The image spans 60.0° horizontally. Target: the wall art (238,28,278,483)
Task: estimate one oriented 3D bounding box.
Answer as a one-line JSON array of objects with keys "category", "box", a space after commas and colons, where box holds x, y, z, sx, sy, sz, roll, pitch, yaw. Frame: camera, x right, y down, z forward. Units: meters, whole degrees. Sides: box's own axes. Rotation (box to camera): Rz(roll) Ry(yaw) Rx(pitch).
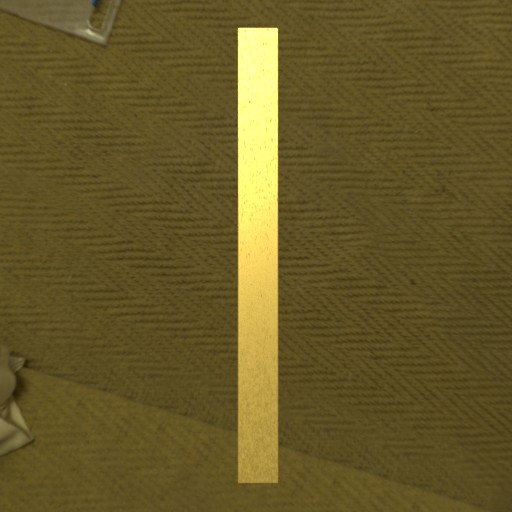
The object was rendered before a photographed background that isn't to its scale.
[{"category": "wall art", "box": [0.000, 0.000, 0.842, 0.048, 0.642, 0.537, 0, 90, 0]}]
